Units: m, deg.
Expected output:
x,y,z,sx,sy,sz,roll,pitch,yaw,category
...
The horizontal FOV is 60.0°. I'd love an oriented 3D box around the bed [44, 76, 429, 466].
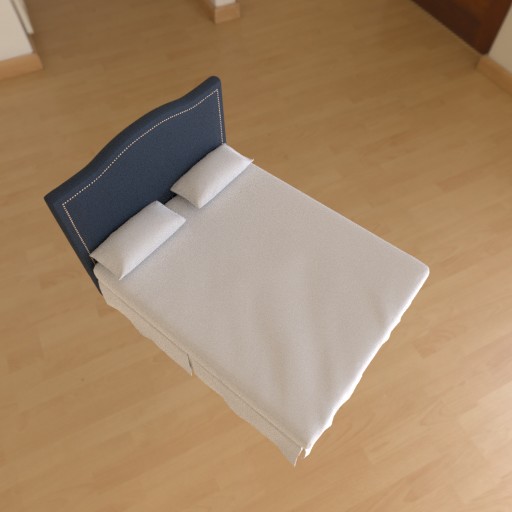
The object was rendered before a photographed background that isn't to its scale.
x,y,z,sx,sy,sz,roll,pitch,yaw,category
0.000,0.000,3.434,2.282,1.436,1.821,34,63,20,bed
